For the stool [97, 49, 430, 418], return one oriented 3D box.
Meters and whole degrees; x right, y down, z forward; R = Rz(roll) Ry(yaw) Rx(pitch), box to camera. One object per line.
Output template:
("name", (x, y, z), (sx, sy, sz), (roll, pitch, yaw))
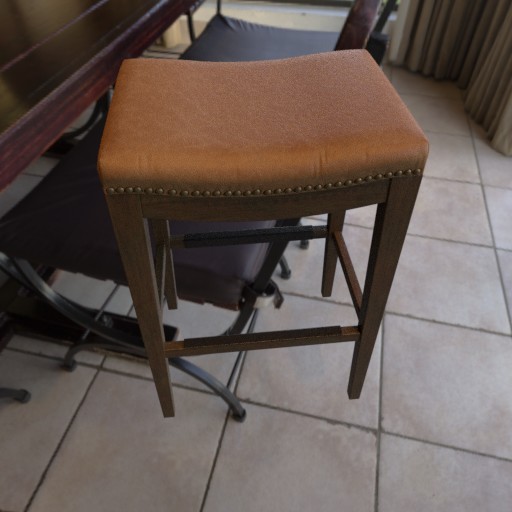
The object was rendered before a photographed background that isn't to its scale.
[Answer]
("stool", (0.000, 0.000, 0.980), (0.500, 0.759, 0.361), (-4, 47, -4))
